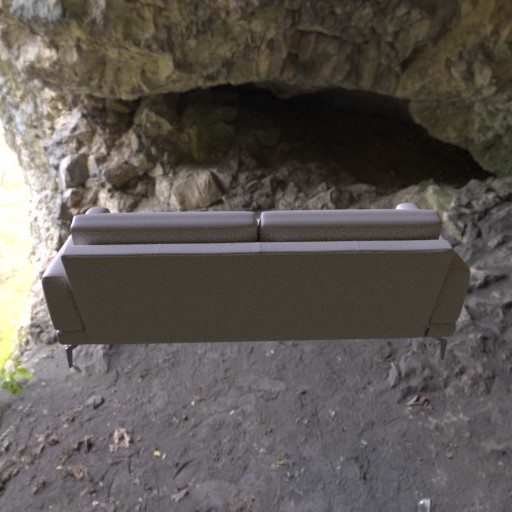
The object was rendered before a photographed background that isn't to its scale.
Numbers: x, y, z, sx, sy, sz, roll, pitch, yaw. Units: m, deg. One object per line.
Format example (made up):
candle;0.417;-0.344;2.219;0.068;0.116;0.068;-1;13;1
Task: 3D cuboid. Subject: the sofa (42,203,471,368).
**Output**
sofa;0.000;0.000;2.381;1.940;0.765;0.974;-1;31;-2
